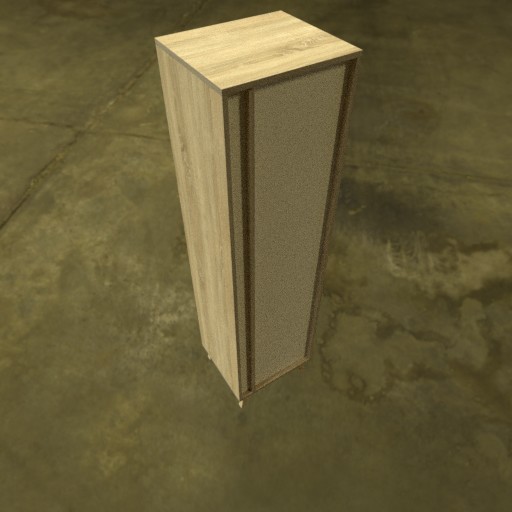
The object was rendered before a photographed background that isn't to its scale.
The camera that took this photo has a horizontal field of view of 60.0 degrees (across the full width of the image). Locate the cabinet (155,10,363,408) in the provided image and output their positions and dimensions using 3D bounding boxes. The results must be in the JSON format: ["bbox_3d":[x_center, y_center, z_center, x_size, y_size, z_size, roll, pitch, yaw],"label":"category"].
[{"bbox_3d":[0.000,0.000,2.132,0.510,1.960,0.450,-25,51,-22],"label":"cabinet"}]
